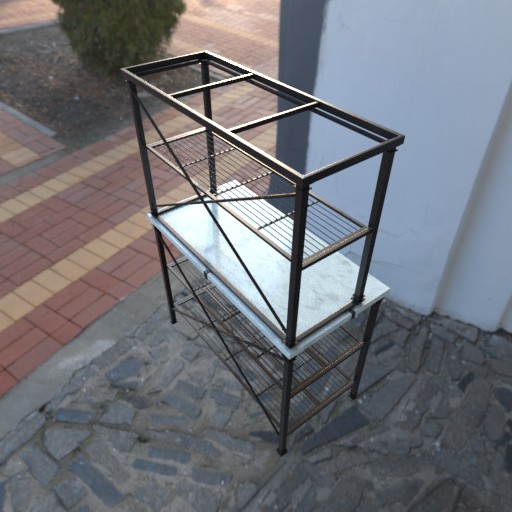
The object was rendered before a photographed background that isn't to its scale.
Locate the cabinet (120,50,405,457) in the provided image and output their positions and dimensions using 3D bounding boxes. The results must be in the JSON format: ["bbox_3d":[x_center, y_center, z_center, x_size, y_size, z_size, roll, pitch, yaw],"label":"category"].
[{"bbox_3d":[0.000,0.000,2.257,0.610,1.659,1.210,-26,47,-28],"label":"cabinet"}]
